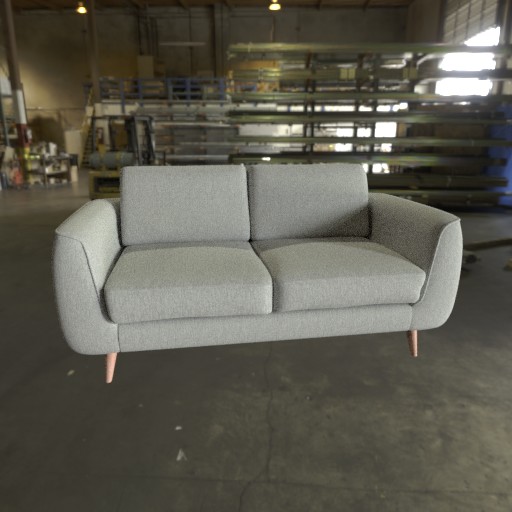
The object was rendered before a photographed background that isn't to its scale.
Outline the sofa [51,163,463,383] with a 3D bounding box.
[{"bbox_3d":[0.000,0.000,2.196,1.700,0.850,0.920,-3,15,-9],"label":"sofa"}]
